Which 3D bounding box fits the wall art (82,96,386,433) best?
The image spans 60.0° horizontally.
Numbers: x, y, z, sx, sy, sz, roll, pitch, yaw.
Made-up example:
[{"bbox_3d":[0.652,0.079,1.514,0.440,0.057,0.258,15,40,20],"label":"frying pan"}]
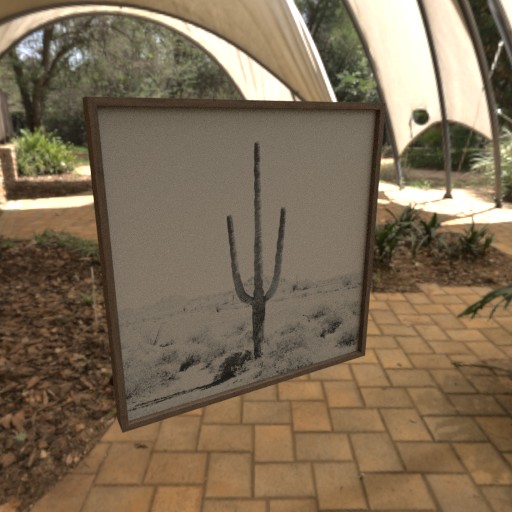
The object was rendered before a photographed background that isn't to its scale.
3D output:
[{"bbox_3d":[0.000,0.000,0.767,0.508,0.508,0.038,-9,19,-27],"label":"wall art"}]
